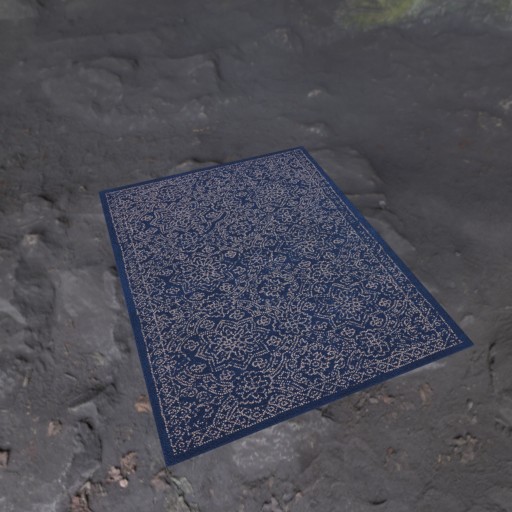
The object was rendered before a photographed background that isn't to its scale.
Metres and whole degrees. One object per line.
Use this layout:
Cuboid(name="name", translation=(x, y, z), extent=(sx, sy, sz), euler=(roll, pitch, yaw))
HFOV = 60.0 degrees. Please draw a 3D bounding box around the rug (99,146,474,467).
Cuboid(name="rug", translation=(0.000, 0.000, 4.104), extent=(2.438, 0.010, 3.048), euler=(-16, 48, -15))
